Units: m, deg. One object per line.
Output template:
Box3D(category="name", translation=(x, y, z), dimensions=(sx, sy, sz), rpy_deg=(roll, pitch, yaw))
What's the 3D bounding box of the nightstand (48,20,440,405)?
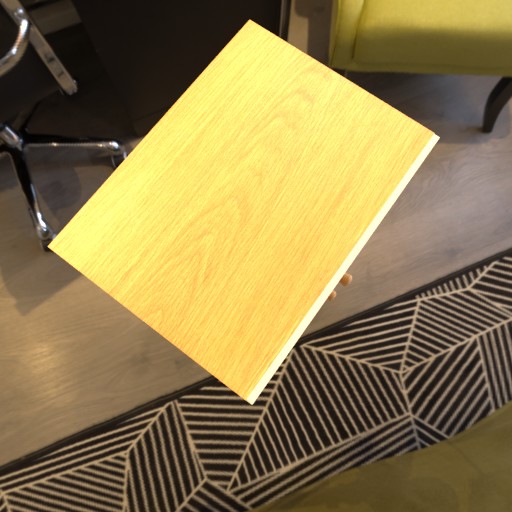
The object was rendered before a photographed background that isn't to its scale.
Box3D(category="nightstand", translation=(0.000, 0.000, 0.831), dimensions=(0.316, 0.601, 0.400), rpy_deg=(35, 78, 9))
